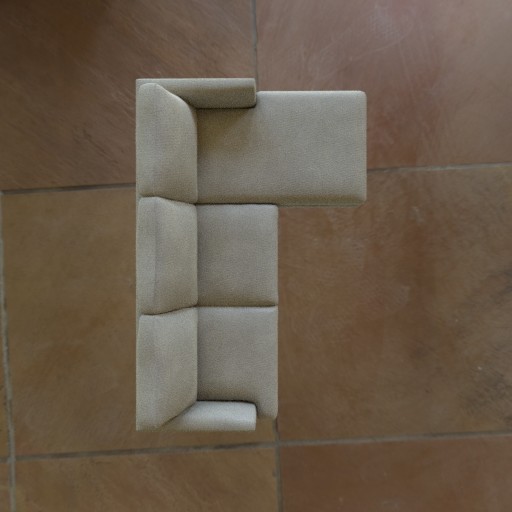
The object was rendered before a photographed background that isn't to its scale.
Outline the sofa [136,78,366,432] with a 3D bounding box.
[{"bbox_3d":[0.000,0.000,2.981,1.504,0.956,2.233,0,90,1],"label":"sofa"}]
